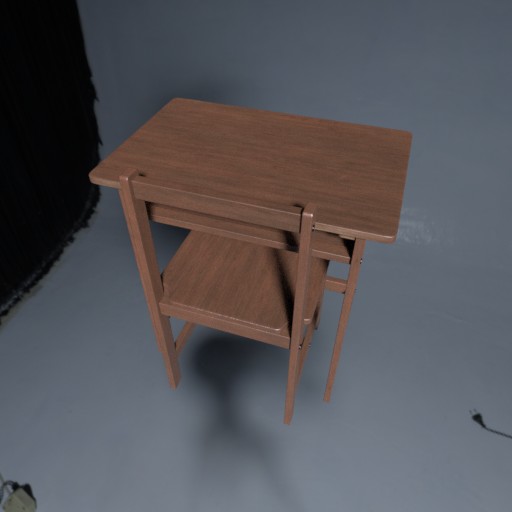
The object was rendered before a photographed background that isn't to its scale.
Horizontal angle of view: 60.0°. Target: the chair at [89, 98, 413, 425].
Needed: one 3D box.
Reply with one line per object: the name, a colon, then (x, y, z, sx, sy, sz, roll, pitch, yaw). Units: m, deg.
chair: (0.000, 0.000, 1.099, 0.599, 0.673, 0.463, 13, 44, 13)
